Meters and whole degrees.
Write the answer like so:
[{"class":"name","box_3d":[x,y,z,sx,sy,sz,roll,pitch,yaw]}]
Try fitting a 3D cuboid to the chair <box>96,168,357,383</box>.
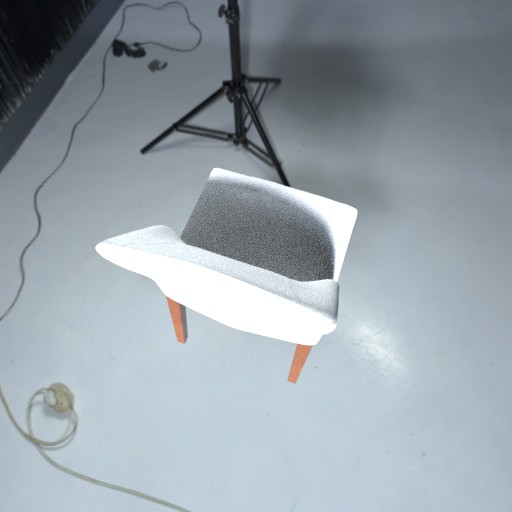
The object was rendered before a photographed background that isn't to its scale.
[{"class":"chair","box_3d":[0.000,0.000,1.227,0.472,0.893,0.540,18,65,8]}]
